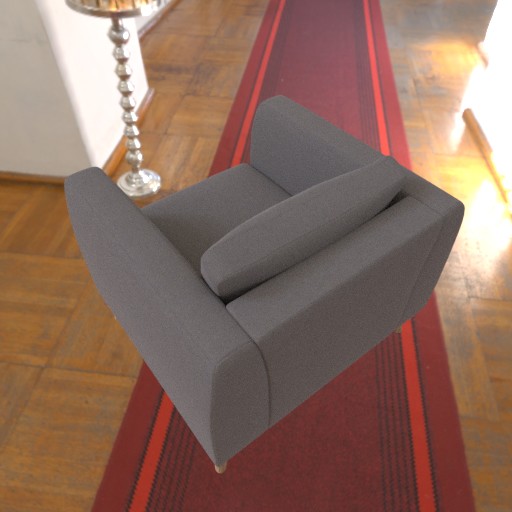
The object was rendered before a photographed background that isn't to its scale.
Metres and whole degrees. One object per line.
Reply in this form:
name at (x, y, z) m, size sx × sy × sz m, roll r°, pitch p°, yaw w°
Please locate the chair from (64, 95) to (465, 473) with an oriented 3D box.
chair at (0.000, 0.000, 1.621) m, size 1.000 × 0.860 × 0.930 m, roll -29°, pitch 54°, yaw -25°
